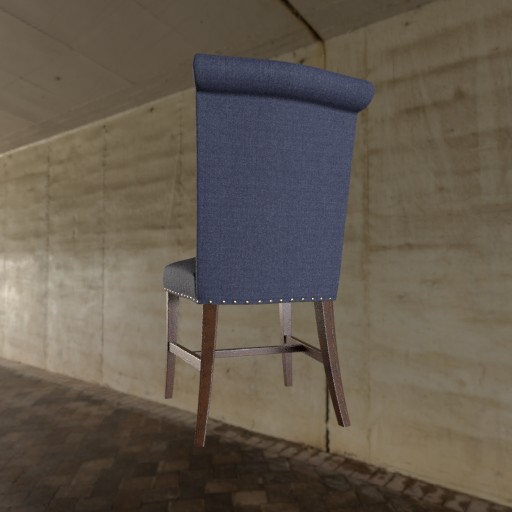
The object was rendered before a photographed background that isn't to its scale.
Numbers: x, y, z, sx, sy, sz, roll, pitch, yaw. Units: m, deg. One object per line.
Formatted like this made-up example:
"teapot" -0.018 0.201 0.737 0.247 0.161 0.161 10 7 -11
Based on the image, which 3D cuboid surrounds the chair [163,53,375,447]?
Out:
"chair" 0.000 0.000 1.396 0.513 0.988 0.608 0 -1 -20
